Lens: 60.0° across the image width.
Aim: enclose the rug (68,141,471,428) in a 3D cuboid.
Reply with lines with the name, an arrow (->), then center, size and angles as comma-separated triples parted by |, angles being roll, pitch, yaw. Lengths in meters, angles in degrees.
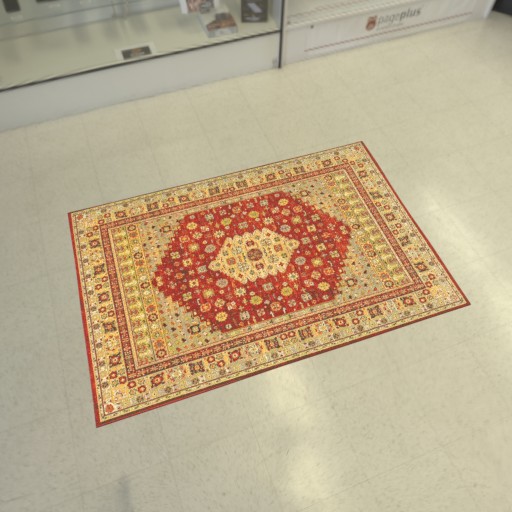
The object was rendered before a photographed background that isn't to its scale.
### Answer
rug -> 0.000, 0.000, 2.302 | 1.802, 0.013, 1.194 | -16, 59, -10
